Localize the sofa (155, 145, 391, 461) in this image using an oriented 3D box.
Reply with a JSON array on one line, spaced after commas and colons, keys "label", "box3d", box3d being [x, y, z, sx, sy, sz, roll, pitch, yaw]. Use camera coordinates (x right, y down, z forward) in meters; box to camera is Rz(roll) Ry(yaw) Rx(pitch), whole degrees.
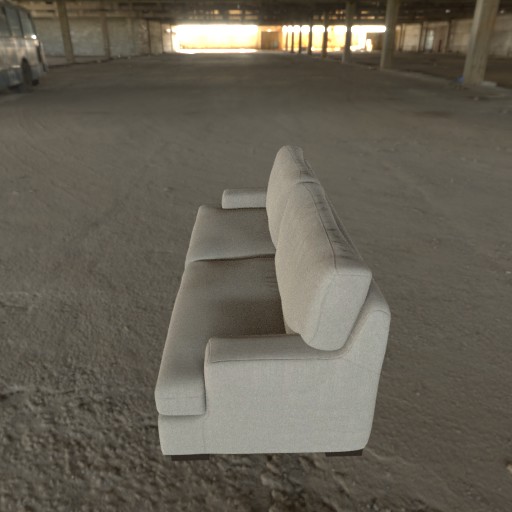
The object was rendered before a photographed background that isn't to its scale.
[{"label": "sofa", "box3d": [0.000, 0.000, 2.847, 0.962, 0.980, 2.354, -1, 26, -2]}]
